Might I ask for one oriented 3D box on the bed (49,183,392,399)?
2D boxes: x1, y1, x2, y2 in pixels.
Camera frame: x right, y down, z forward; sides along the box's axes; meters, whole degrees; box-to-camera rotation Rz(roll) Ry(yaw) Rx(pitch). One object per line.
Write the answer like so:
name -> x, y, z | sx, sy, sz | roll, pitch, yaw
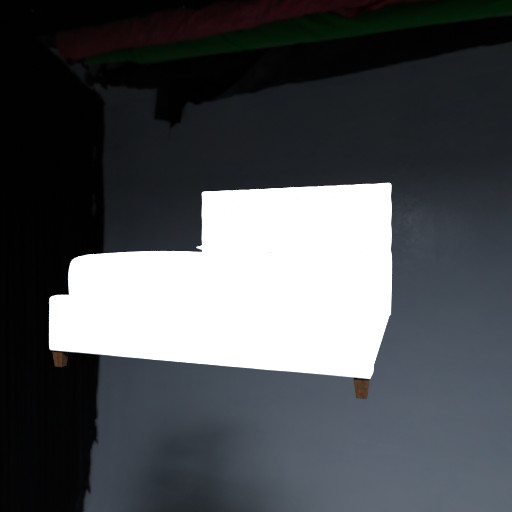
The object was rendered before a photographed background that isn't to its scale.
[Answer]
bed -> 0.000, 0.000, 3.668 | 2.078, 1.427, 2.387 | 0, 1, 19
